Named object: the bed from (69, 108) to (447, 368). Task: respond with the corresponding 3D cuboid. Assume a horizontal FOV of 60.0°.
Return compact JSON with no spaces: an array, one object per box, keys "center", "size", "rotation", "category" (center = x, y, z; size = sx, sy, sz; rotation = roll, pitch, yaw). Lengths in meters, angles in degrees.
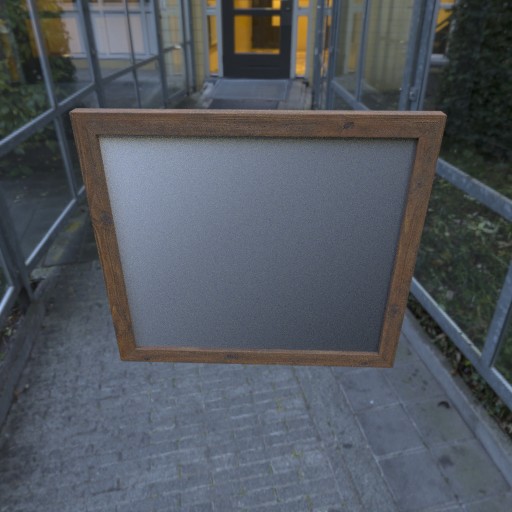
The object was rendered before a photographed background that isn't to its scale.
[{"center":[0.000,0.000,1.484],"size":[1.046,0.942,0.046],"rotation":[1,30,2],"category":"bed"}]
